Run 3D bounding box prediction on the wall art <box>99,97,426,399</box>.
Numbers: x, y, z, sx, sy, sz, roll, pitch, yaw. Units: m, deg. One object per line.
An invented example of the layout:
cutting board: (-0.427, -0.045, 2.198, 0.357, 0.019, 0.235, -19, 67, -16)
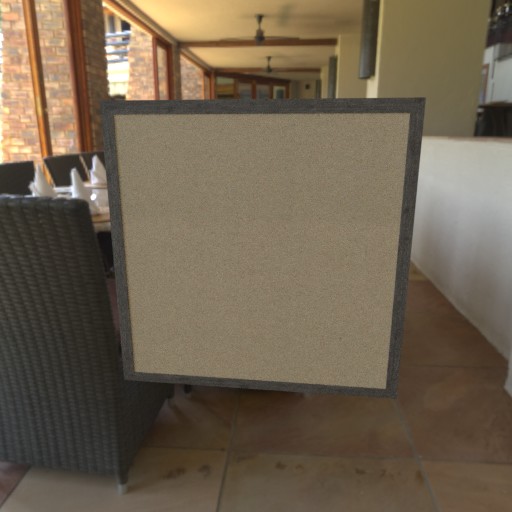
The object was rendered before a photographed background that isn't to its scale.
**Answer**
wall art: (0.000, 0.000, 0.684, 0.457, 0.457, 0.013, 2, 16, 7)
